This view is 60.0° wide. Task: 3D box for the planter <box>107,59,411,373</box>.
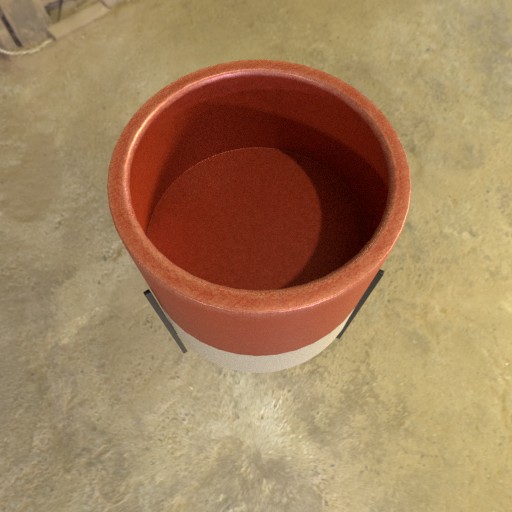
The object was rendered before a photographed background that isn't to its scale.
[{"bbox_3d":[0.000,0.000,0.709,0.354,0.465,0.345,-33,69,-14],"label":"planter"}]
